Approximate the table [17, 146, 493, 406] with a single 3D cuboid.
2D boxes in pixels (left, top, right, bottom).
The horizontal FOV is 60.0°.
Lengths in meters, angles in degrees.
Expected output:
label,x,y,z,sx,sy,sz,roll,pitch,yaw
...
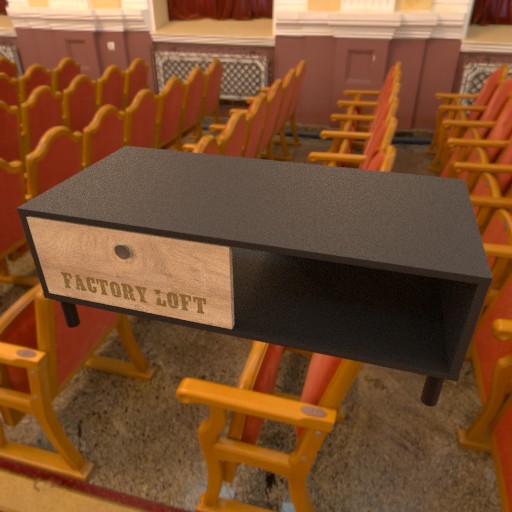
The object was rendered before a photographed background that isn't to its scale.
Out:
label,x,y,z,sx,sy,sz,roll,pitch,yaw
table,0.000,0.000,1.300,1.100,0.400,0.550,9,33,14
